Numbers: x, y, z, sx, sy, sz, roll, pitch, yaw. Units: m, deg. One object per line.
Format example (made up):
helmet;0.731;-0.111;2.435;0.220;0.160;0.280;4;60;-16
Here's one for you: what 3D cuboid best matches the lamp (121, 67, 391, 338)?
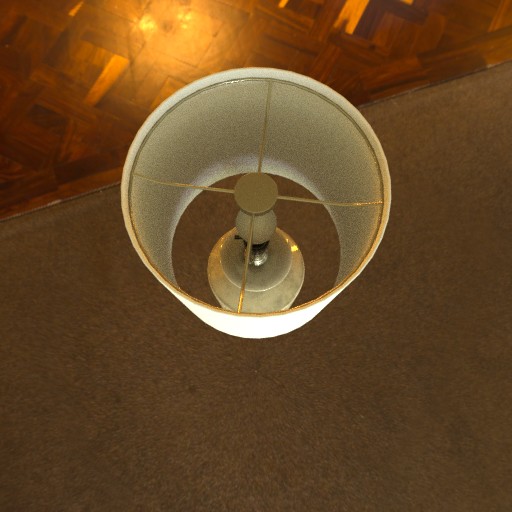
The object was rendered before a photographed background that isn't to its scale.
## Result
lamp;0.000;0.000;0.566;0.211;0.455;0.211;21;76;5
